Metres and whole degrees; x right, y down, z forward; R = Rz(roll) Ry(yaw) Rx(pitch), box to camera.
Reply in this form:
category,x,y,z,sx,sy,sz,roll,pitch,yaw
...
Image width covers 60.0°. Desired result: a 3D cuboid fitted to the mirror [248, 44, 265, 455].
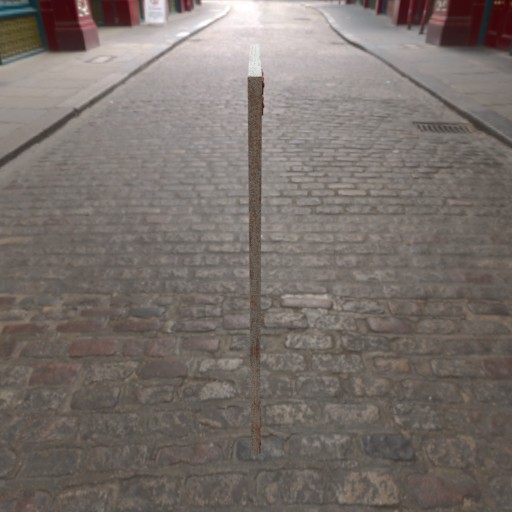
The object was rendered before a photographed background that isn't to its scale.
category,x,y,z,sx,sy,sz,roll,pitch,yaw
mirror,0.000,0.000,1.115,0.027,0.922,0.472,0,31,0
